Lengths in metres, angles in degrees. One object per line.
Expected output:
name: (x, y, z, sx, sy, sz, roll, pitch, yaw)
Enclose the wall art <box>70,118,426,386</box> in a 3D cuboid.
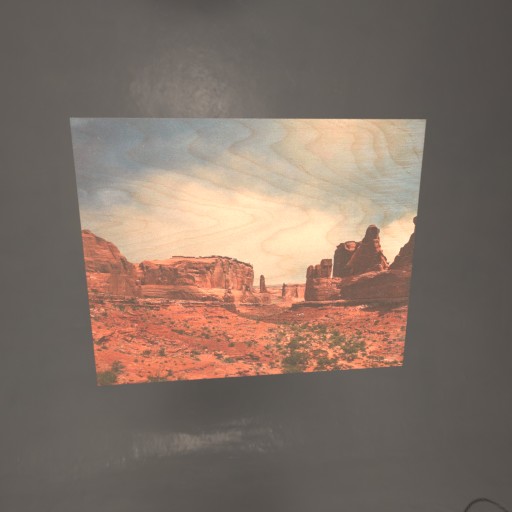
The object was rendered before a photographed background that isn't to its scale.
wall art: (0.000, 0.000, 0.687, 0.508, 0.406, 0.013, -2, 15, -7)
